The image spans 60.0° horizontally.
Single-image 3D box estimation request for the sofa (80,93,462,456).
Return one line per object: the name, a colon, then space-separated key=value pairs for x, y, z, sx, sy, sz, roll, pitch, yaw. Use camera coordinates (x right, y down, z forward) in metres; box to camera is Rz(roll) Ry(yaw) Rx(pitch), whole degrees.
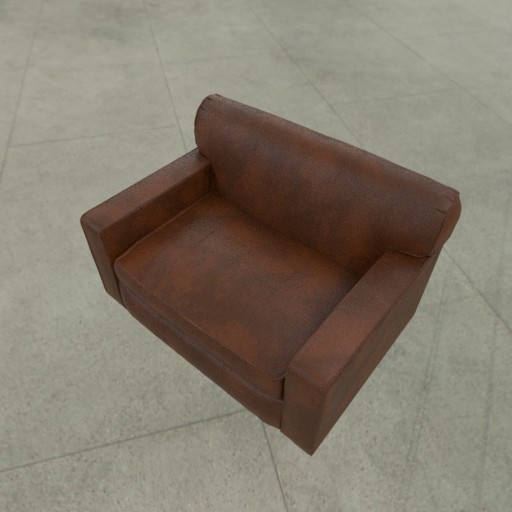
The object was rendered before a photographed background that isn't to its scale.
sofa: x=0.000 y=0.000 z=2.103 sx=1.413 sy=0.956 sz=1.000 roll=31 pitch=53 yaw=27
